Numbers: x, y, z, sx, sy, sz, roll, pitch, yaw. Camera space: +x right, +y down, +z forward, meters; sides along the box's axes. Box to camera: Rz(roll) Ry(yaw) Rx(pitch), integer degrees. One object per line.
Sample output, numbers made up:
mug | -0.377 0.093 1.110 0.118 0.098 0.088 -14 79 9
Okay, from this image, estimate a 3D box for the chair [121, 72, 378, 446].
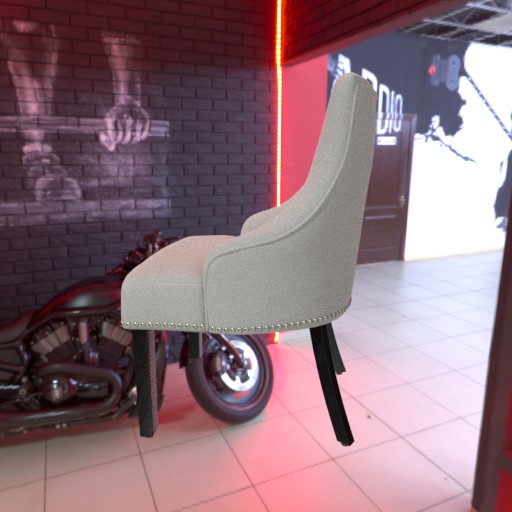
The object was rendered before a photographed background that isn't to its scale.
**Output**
chair | 0.000 0.000 1.286 0.629 0.909 0.566 2 13 8
